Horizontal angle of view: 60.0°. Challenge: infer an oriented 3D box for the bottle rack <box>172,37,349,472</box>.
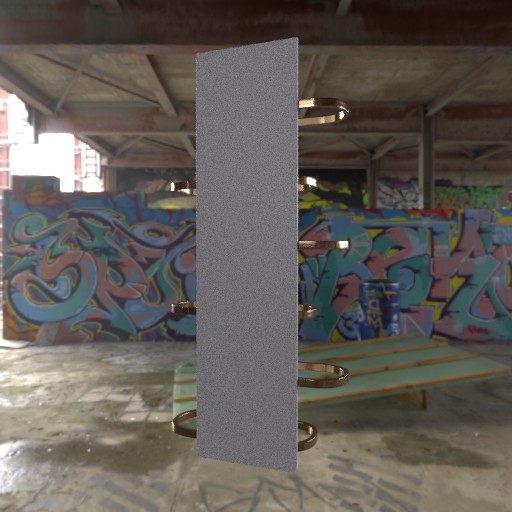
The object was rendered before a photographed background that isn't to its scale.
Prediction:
[{"bbox_3d":[0.000,0.000,0.805,0.332,0.709,0.118,0,1,19],"label":"bottle rack"}]
